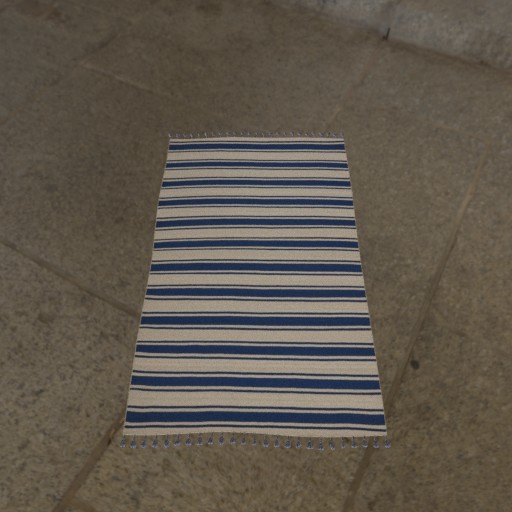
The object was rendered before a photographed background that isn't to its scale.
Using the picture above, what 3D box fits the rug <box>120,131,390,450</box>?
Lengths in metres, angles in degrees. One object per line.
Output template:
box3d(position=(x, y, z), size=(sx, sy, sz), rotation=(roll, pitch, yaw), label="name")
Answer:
box3d(position=(0.000, 0.000, 2.600), size=(1.248, 0.009, 2.108), rotation=(0, 57, 0), label="rug")
